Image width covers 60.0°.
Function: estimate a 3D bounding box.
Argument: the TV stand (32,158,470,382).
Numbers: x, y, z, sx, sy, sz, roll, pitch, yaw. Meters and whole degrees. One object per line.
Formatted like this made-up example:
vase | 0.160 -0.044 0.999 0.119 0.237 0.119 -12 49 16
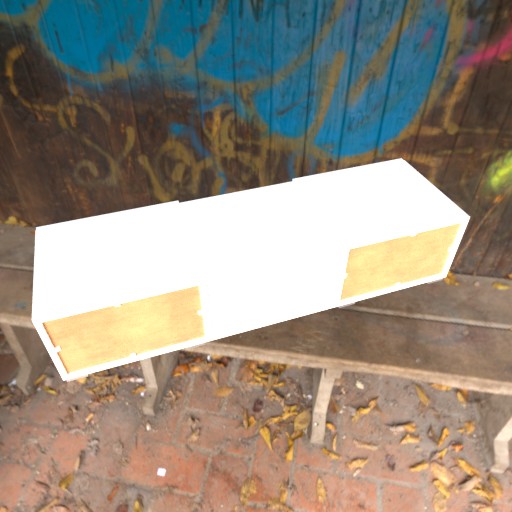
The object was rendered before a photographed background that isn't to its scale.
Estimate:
TV stand | 0.000 0.000 1.594 1.400 0.310 0.420 -13 44 -14
